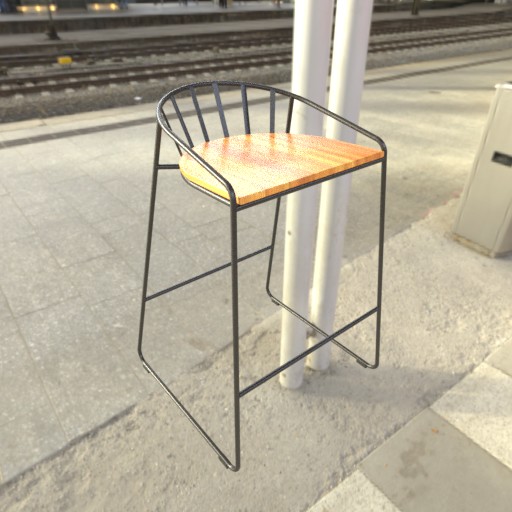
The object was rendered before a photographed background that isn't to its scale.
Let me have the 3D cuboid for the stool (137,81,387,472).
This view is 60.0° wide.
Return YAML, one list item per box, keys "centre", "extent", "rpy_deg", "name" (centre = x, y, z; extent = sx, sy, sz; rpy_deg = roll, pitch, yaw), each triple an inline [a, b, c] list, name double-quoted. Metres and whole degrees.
- centre: [0.000, 0.000, 1.175]
  extent: [0.546, 0.812, 0.521]
  rpy_deg: [-23, 38, -33]
  name: "stool"
